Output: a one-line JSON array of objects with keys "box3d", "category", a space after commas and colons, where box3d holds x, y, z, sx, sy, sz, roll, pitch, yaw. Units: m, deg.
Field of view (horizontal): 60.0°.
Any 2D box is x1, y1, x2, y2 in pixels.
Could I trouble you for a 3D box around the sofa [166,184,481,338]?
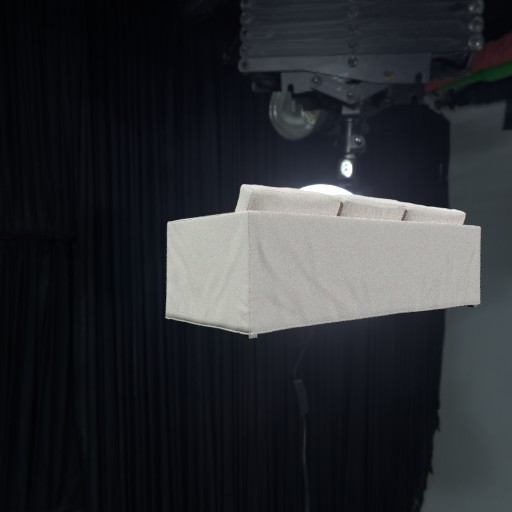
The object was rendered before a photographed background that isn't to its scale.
[{"box3d": [0.000, 0.000, 4.315, 2.432, 0.871, 3.182, 0, 1, -36], "category": "sofa"}]
